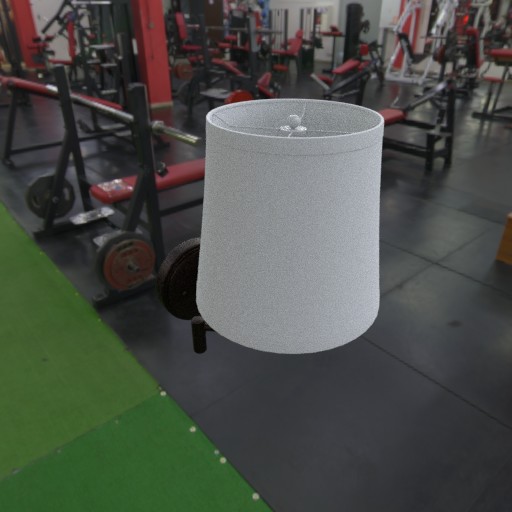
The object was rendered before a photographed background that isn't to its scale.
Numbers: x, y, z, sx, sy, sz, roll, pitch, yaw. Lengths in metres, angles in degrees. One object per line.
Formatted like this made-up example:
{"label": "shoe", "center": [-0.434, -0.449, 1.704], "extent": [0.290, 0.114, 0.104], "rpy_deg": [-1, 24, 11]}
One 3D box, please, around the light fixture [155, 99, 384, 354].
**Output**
{"label": "light fixture", "center": [0.000, 0.000, 0.262], "extent": [0.100, 0.172, 0.157], "rpy_deg": [-21, 36, -32]}
